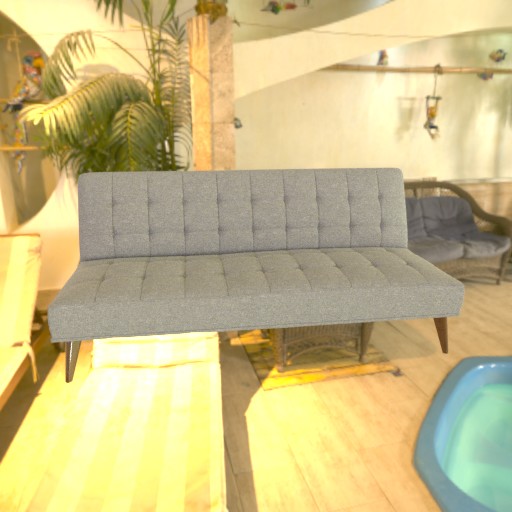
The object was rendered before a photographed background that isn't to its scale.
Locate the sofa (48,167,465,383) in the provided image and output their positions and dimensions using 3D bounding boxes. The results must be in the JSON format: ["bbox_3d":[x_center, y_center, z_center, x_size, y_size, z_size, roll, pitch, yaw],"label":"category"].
[{"bbox_3d":[0.000,0.000,2.254,1.800,0.810,0.860,-2,17,-8],"label":"sofa"}]
